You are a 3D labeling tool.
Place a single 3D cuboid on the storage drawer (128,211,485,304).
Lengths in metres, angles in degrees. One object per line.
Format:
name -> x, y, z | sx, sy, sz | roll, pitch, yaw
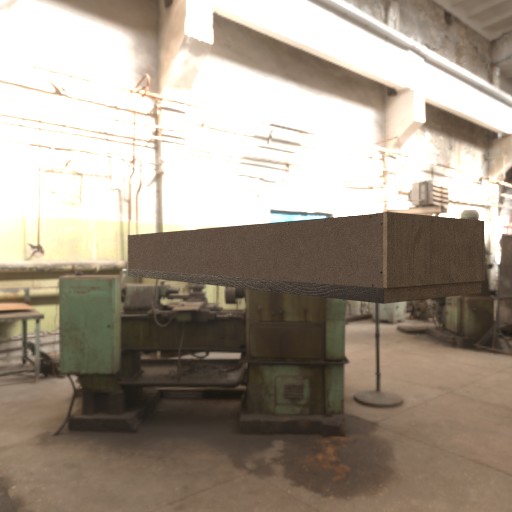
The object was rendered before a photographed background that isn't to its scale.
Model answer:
storage drawer -> 0.000, 0.000, 2.314 | 0.591, 0.274, 2.072 | 0, 0, -37
